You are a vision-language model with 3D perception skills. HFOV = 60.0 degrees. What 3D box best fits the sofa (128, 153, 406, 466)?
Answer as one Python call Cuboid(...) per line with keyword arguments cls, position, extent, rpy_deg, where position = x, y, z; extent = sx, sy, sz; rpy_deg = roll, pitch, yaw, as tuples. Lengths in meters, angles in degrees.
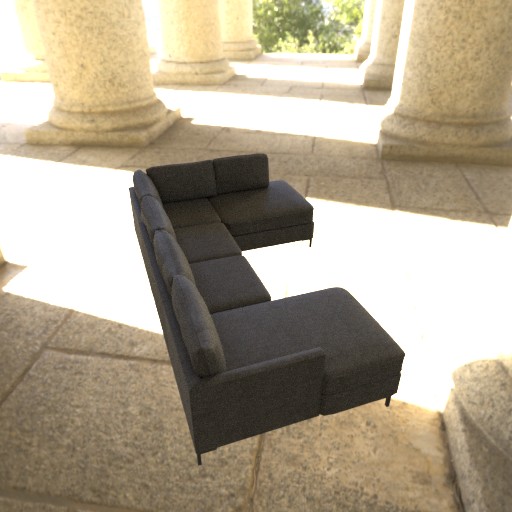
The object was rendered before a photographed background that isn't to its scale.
Cuboid(cls="sofa", position=(0.000, 0.000, 4.368), extent=(2.048, 0.999, 3.423), rpy_deg=(-11, 33, -17))
